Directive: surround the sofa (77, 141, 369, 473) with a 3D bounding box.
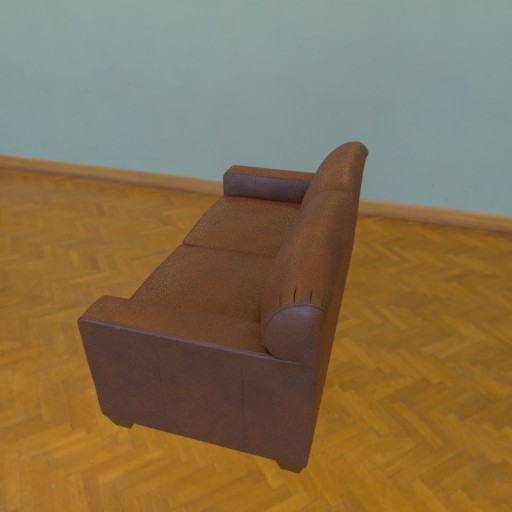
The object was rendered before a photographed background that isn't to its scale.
[{"bbox_3d":[0.000,0.000,2.435,1.000,0.966,1.856,9,32,14],"label":"sofa"}]
